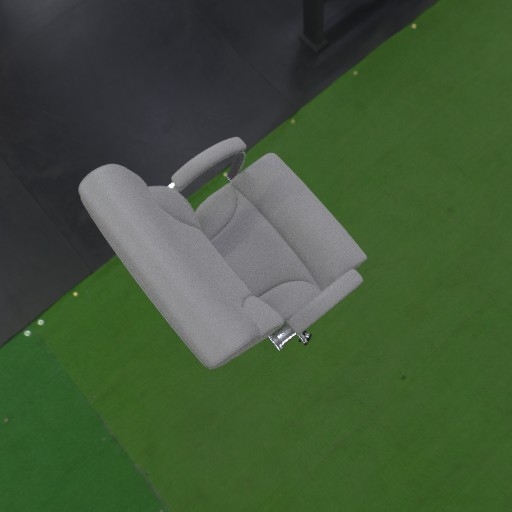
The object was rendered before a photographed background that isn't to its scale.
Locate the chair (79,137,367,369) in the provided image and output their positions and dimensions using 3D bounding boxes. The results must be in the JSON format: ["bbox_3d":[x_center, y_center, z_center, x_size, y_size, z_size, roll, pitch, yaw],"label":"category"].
[{"bbox_3d":[0.000,0.000,1.576,0.745,1.099,0.727,-38,79,-9],"label":"chair"}]
